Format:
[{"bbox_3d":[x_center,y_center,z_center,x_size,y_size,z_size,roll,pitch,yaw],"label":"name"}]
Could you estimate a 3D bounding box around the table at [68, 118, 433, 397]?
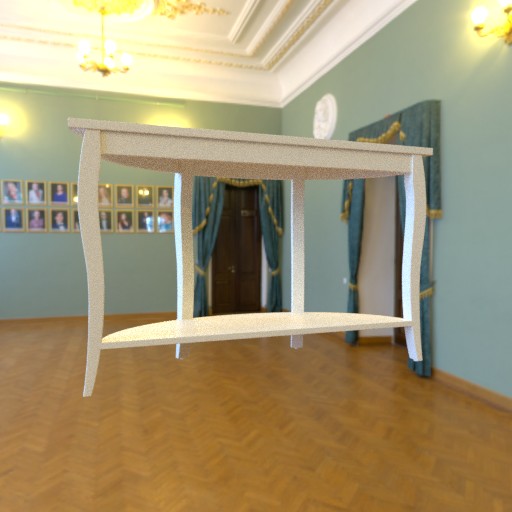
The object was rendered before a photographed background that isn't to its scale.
[{"bbox_3d":[0.000,0.000,1.604,1.219,0.780,0.394,-1,2,-19],"label":"table"}]
